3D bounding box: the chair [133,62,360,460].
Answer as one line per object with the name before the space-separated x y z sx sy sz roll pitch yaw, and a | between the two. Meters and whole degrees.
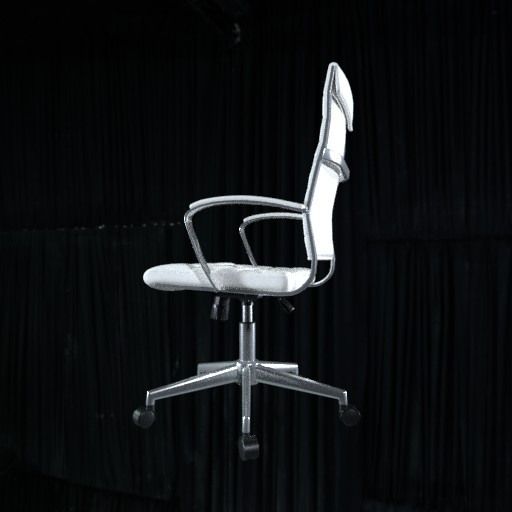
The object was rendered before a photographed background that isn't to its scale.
chair | 0.000 0.000 1.611 0.739 1.149 0.766 0 0 17
